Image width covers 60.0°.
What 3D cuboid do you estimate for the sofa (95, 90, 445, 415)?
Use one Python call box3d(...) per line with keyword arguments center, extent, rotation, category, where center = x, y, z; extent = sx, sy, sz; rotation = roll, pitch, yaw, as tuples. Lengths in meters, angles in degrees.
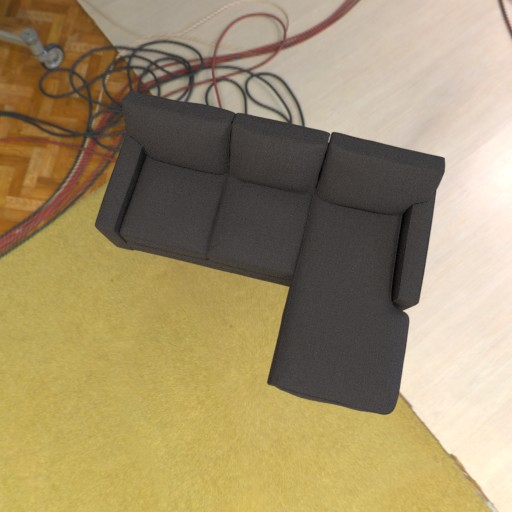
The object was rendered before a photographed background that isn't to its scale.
box3d(center=(0.000, 0.000, 3.256), extent=(2.370, 0.973, 1.790), rotation=(13, 76, 3), category="sofa")
